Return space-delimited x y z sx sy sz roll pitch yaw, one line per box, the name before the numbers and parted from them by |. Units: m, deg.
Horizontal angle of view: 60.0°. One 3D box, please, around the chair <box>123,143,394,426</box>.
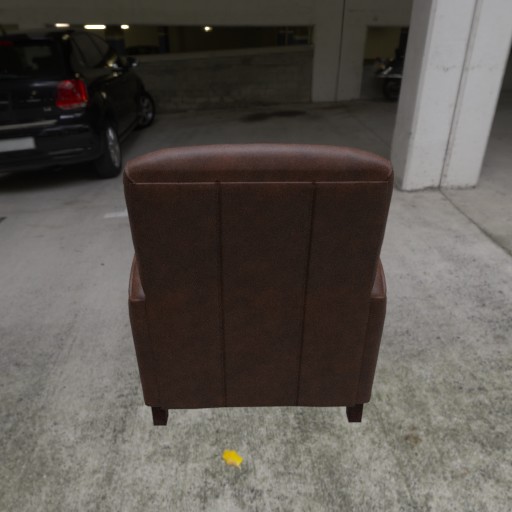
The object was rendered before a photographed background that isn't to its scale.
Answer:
chair | 0.000 0.000 1.640 0.839 1.010 0.850 -1 28 -1
